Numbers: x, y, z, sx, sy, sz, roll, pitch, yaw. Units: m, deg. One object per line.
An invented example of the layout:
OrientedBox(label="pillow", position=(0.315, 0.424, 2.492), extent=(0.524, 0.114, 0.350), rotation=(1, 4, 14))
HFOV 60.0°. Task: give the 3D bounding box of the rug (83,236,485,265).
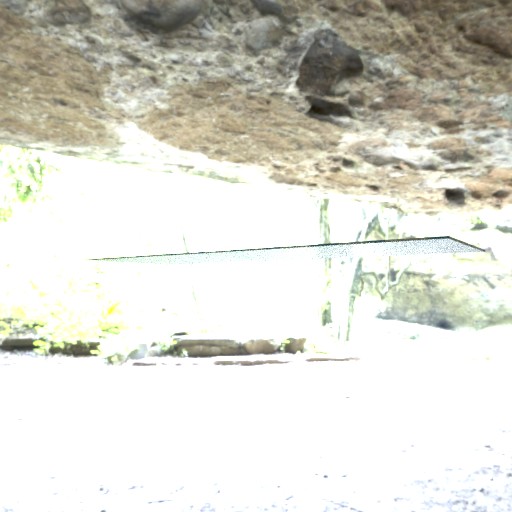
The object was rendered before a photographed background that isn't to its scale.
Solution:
OrientedBox(label="rug", position=(0.000, 0.000, 1.682), extent=(1.492, 0.007, 0.503), rotation=(-3, -5, 36))
